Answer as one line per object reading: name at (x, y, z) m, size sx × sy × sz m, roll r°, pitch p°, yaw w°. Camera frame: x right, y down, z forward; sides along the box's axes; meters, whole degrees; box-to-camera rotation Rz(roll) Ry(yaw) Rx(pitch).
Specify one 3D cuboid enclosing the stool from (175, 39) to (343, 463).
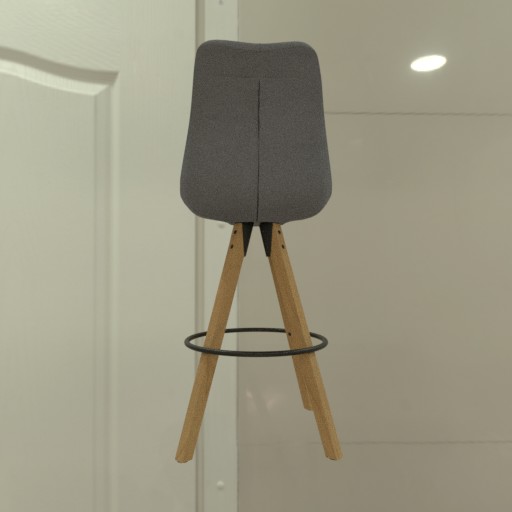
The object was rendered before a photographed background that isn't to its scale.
stool at (0.000, 0.000, 1.398) m, size 0.485 × 1.115 × 0.550 m, roll 0°, pitch -1°, yaw -2°
